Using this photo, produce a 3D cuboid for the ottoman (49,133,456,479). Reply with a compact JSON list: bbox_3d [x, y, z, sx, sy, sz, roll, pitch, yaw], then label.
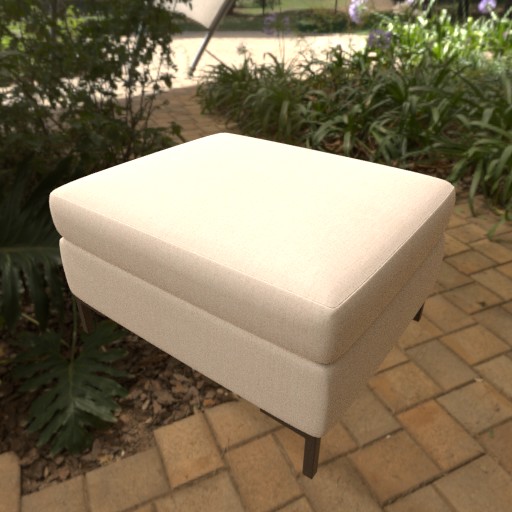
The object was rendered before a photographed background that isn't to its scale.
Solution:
[{"bbox_3d":[0.000,0.000,1.151,0.794,0.453,0.657,21,37,31],"label":"ottoman"}]
